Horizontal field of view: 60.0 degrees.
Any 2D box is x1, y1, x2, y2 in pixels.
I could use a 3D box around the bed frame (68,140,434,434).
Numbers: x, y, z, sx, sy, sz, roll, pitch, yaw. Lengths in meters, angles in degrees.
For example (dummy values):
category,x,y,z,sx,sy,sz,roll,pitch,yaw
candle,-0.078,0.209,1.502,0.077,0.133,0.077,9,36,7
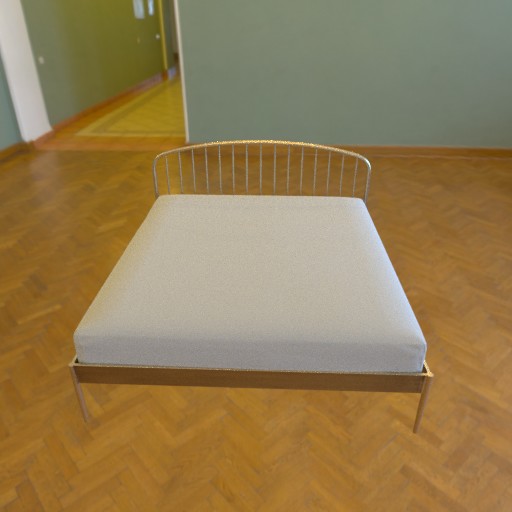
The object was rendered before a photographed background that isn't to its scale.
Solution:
category,x,y,z,sx,sy,sz,roll,pitch,yaw
bed frame,0.000,0.000,3.308,2.016,1.174,2.152,1,29,2
